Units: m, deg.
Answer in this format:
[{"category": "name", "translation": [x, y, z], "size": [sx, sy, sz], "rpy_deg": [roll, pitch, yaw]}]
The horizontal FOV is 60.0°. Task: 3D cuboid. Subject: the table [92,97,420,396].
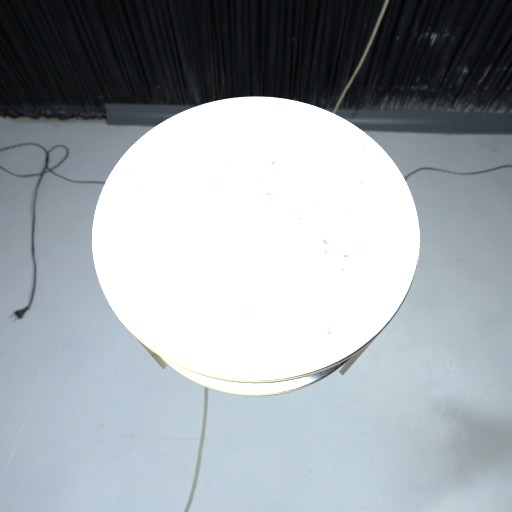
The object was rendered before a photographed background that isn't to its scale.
[{"category": "table", "translation": [0.000, 0.000, 1.292], "size": [0.800, 0.450, 0.800], "rpy_deg": [0, 64, 0]}]
